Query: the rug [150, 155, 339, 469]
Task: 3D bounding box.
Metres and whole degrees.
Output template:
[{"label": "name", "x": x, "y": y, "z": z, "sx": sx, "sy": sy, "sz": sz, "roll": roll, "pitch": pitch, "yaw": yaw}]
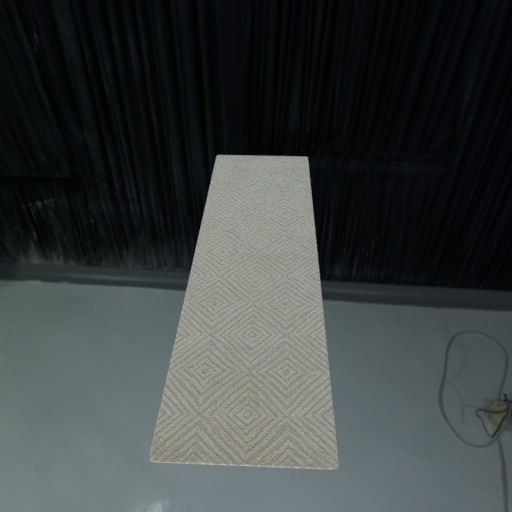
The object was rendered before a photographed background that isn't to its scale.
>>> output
[{"label": "rug", "x": 0.000, "y": 0.000, "z": 2.431, "sx": 0.676, "sy": 0.008, "sz": 2.277, "roll": 2, "pitch": 41, "yaw": 2}]
